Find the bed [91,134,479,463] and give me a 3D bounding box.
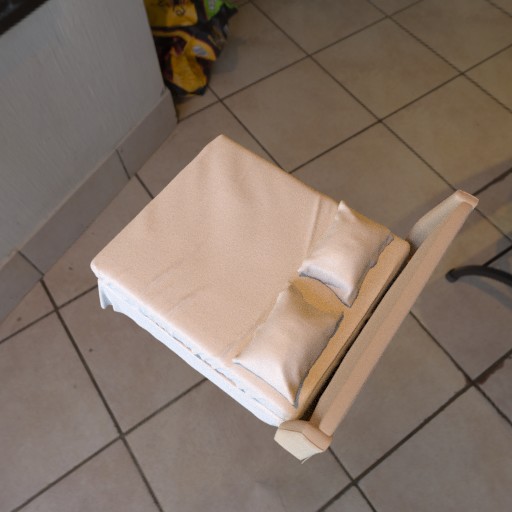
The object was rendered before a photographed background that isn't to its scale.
[{"bbox_3d":[0.000,0.000,3.435,2.276,1.332,1.925,33,68,16],"label":"bed"}]
